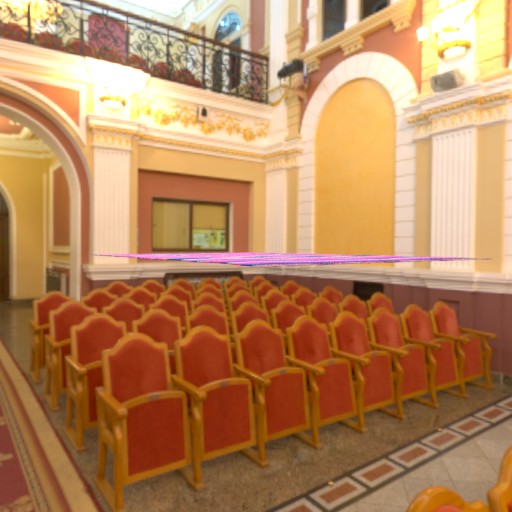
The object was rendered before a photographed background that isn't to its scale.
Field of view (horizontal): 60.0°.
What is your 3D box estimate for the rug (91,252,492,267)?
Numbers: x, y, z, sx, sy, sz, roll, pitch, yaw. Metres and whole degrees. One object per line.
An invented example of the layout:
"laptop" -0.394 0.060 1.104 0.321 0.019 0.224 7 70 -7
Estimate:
"rug" 0.000 0.000 2.941 1.539 0.013 2.350 -1 2 -35
